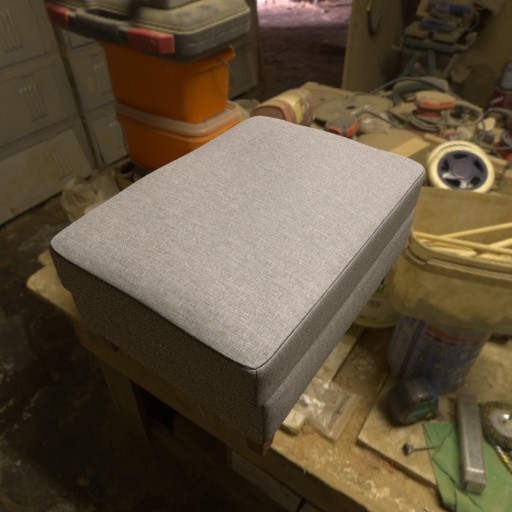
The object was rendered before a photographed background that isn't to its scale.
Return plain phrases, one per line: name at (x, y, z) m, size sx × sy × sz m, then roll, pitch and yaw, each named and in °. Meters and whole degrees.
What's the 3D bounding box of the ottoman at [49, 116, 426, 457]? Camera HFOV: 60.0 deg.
ottoman at (0.000, 0.000, 1.267) m, size 0.639 × 0.494 × 0.873 m, roll 25°, pitch 47°, yaw 26°
